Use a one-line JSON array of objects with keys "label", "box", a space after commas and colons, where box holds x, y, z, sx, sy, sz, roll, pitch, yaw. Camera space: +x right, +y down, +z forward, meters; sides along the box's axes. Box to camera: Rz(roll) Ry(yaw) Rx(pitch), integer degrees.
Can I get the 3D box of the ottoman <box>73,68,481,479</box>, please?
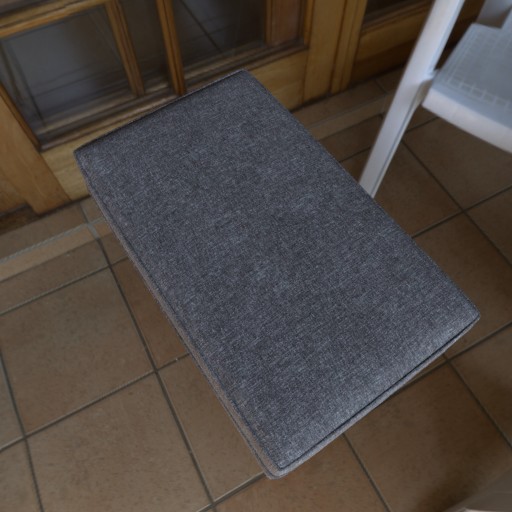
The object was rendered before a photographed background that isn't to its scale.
[{"label": "ottoman", "box": [0.000, 0.000, 1.488, 0.717, 0.487, 1.184, -31, 67, -15]}]
